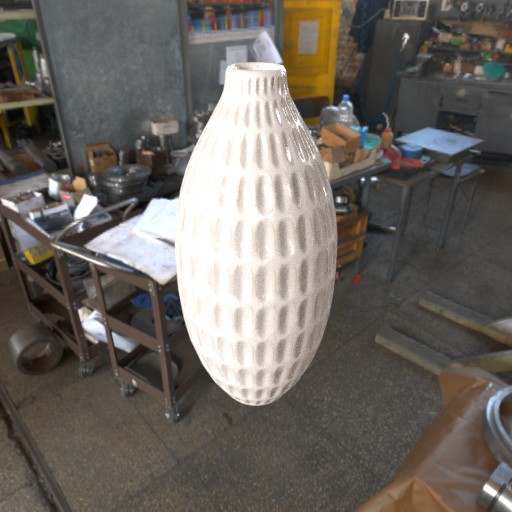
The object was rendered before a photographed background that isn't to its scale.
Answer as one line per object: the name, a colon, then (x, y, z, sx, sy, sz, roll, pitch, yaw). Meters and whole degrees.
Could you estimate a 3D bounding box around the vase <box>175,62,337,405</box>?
vase: (0.000, 0.000, 0.354, 0.127, 0.282, 0.127, 0, 31, 0)
